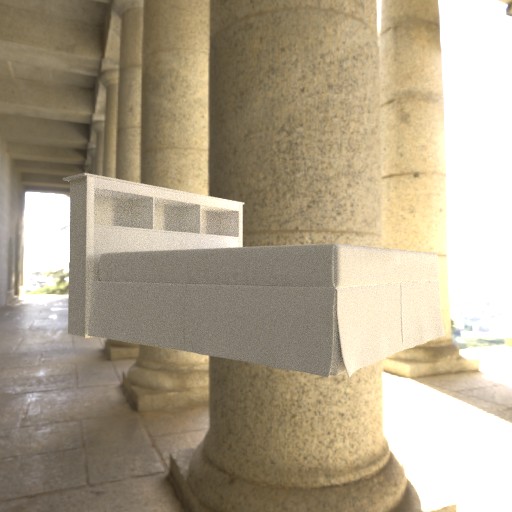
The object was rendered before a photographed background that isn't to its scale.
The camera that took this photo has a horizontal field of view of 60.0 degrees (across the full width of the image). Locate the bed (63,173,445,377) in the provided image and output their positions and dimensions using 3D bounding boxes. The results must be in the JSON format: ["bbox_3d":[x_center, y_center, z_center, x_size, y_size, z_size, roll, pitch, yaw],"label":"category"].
[{"bbox_3d":[0.000,0.000,3.097,2.133,1.092,1.671,-1,-2,38],"label":"bed"}]
